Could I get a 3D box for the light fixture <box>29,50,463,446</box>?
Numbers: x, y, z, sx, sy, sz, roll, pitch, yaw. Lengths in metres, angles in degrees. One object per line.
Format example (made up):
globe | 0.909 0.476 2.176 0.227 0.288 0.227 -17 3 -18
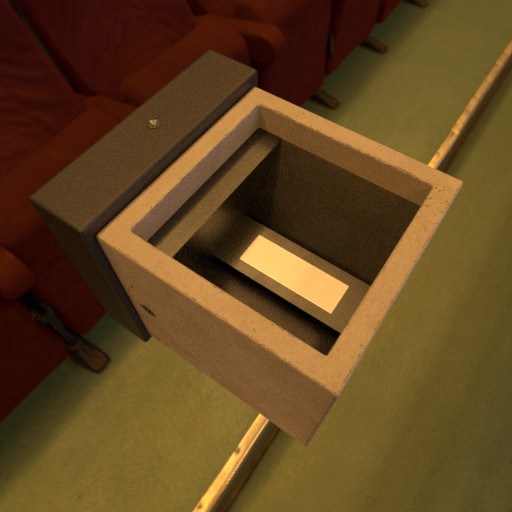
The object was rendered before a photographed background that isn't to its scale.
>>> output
light fixture | 0.000 0.000 0.235 0.143 0.121 0.121 31 63 17
